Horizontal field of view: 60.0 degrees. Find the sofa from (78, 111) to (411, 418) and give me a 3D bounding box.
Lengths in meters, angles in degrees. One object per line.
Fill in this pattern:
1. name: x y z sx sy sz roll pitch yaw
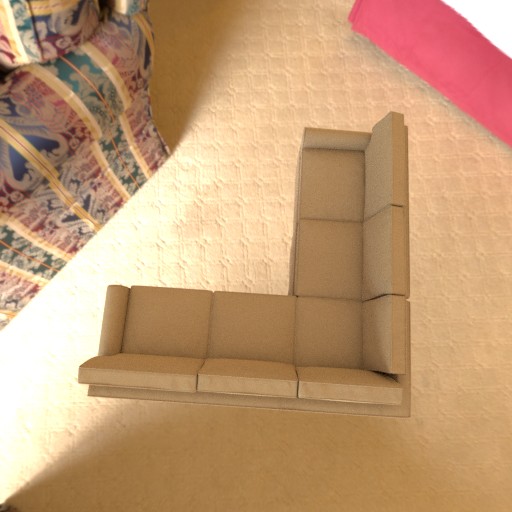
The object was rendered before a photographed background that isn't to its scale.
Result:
1. sofa: 0.000 0.000 4.257 2.733 1.124 2.730 4 76 1
